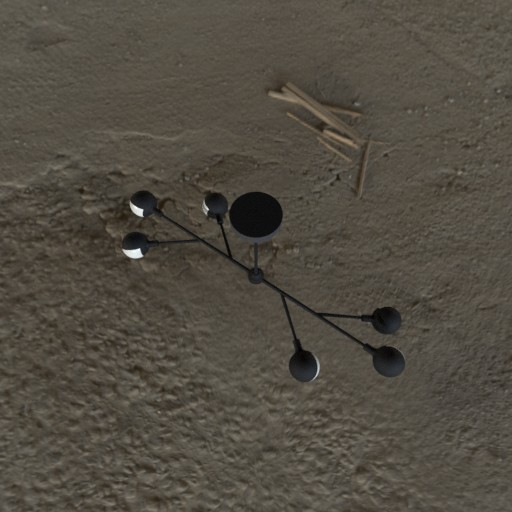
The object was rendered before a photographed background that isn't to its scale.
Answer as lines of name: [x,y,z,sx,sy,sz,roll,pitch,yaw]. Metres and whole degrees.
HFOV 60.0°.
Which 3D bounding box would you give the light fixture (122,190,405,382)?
light fixture: [0.000,0.000,0.995,0.434,0.362,0.778,-36,69,-16]
